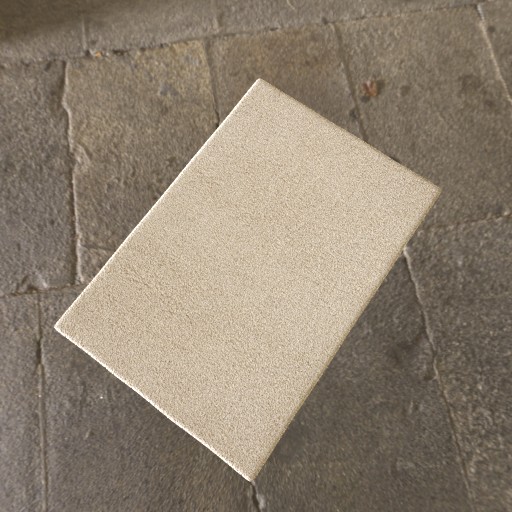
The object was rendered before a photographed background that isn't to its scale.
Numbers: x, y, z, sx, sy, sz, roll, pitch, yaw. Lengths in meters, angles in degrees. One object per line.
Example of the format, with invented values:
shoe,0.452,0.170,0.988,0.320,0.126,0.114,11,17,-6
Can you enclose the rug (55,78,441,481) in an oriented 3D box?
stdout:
rug,0.000,0.000,2.313,1.219,0.030,1.778,35,78,9
